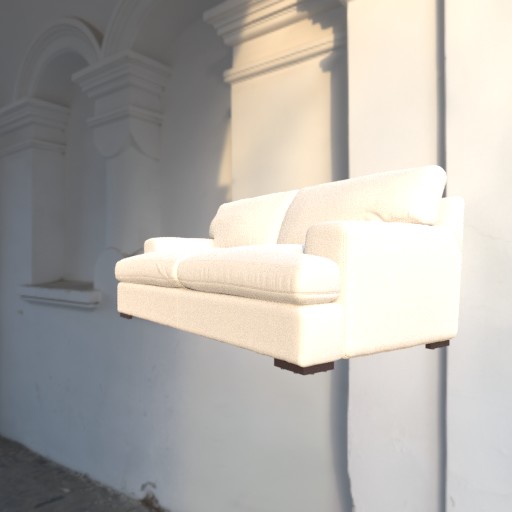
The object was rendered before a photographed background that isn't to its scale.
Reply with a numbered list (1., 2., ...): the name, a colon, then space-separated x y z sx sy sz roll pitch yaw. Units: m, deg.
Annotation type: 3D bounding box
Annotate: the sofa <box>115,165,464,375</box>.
1. sofa: 0.000 0.000 2.858 1.143 0.940 2.261 0 0 -36
